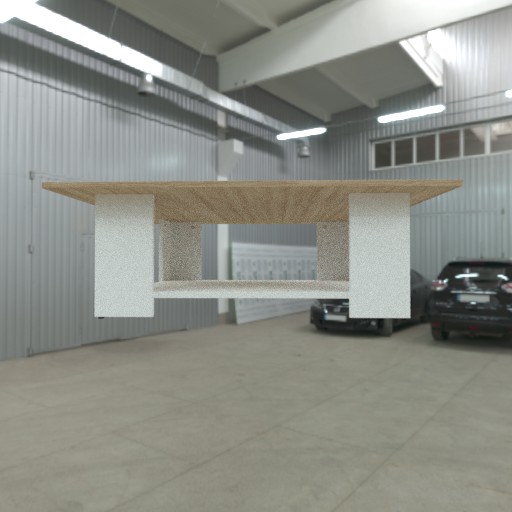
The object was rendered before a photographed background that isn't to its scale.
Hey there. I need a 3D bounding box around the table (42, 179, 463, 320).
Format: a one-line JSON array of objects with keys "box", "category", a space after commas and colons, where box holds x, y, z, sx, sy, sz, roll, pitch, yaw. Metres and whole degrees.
[{"box": [0.000, 0.000, 1.378, 0.890, 0.305, 0.890, 0, -1, 2], "category": "table"}]
